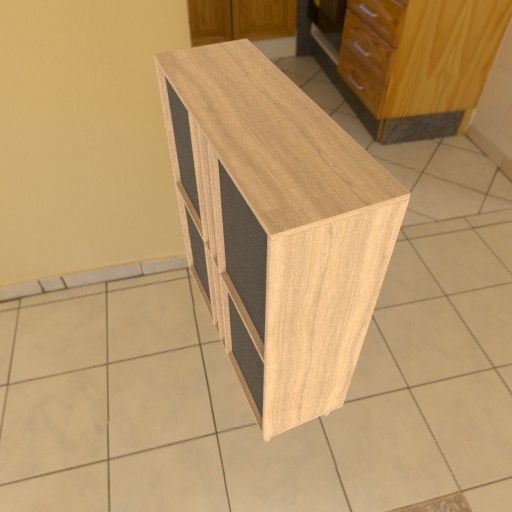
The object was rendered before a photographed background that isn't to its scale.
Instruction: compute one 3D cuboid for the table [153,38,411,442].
[{"bbox_3d":[0.000,0.000,1.943,0.398,1.388,1.111,-17,49,-16],"label":"table"}]
